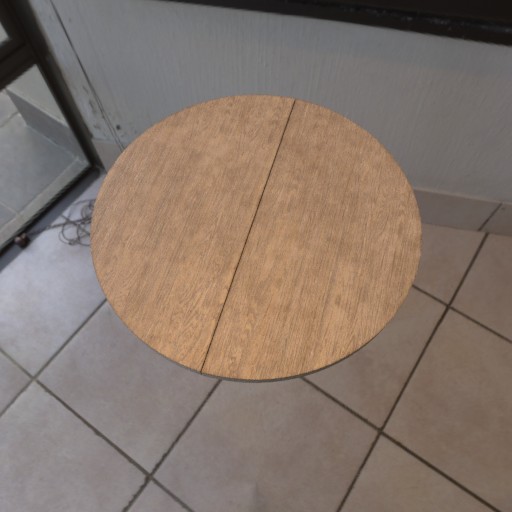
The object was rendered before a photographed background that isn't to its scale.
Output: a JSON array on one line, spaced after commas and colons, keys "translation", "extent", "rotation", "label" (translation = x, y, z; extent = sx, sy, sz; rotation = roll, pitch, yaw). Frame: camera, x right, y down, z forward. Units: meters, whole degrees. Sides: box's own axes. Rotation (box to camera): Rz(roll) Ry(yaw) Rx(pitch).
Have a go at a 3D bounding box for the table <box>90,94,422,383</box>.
[{"translation": [0.000, 0.000, 2.188], "extent": [1.363, 0.781, 1.363], "rotation": [0, 63, 0], "label": "table"}]
